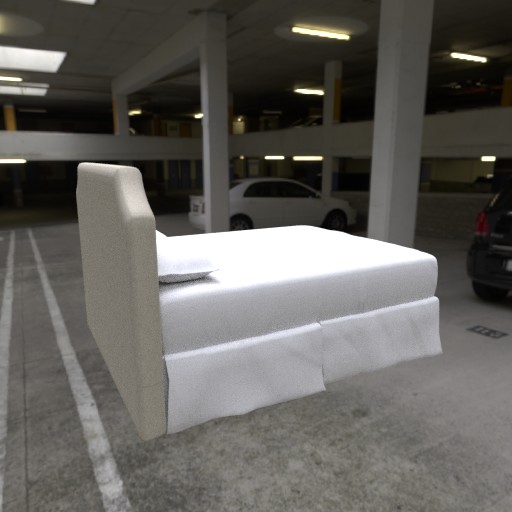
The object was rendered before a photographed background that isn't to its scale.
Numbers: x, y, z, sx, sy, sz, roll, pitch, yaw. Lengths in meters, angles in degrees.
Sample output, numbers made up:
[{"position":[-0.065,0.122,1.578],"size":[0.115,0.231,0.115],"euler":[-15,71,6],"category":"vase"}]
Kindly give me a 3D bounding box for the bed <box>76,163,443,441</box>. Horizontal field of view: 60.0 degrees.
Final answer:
[{"position":[0.000,0.000,3.132],"size":[2.116,1.290,1.693],"euler":[-7,14,-28],"category":"bed"}]
